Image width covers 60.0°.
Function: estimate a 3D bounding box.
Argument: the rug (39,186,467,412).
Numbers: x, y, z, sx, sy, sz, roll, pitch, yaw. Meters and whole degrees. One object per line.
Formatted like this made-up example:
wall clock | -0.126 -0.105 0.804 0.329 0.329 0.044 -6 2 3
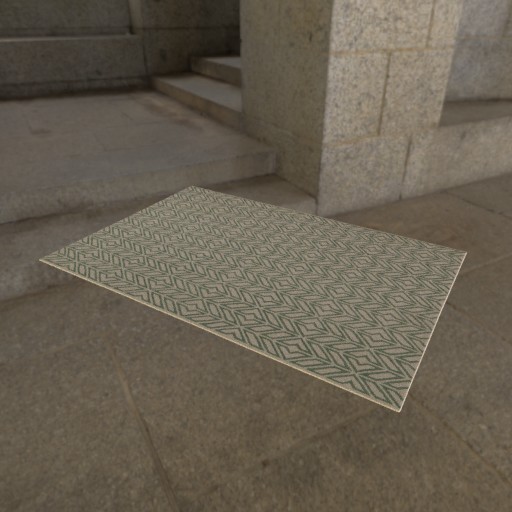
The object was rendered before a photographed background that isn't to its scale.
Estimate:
rug | 0.000 0.000 2.276 1.828 0.007 1.220 17 34 27
